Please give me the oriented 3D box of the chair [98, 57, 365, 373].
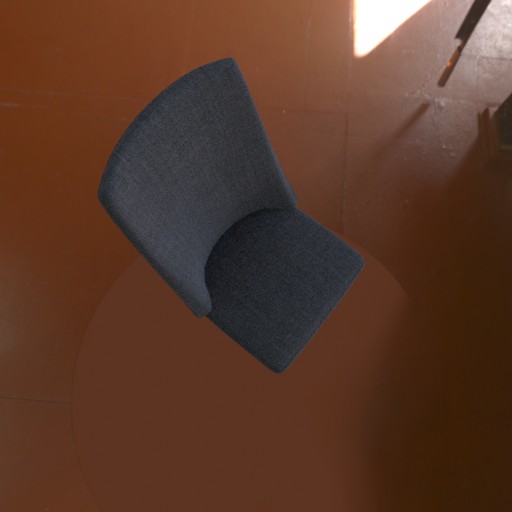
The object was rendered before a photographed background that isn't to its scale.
[{"bbox_3d":[0.000,0.000,1.367,0.577,1.050,0.510,38,77,10],"label":"chair"}]
